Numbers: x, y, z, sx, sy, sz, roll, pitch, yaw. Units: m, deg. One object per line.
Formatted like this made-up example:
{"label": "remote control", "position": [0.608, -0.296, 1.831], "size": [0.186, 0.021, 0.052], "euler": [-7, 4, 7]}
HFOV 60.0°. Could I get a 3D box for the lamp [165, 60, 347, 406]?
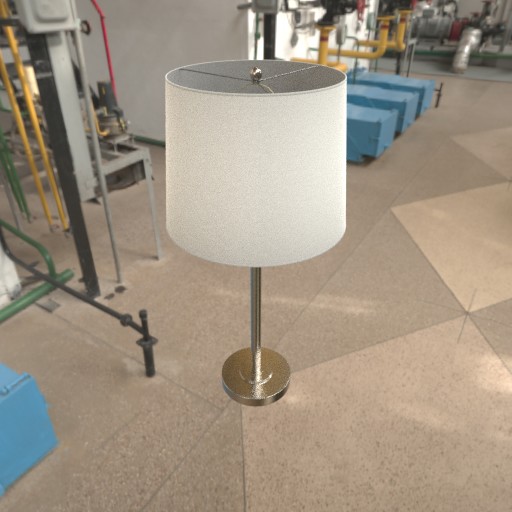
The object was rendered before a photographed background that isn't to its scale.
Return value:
{"label": "lamp", "position": [0.000, 0.000, 0.876], "size": [0.333, 0.696, 0.333], "euler": [0, 32, 0]}
